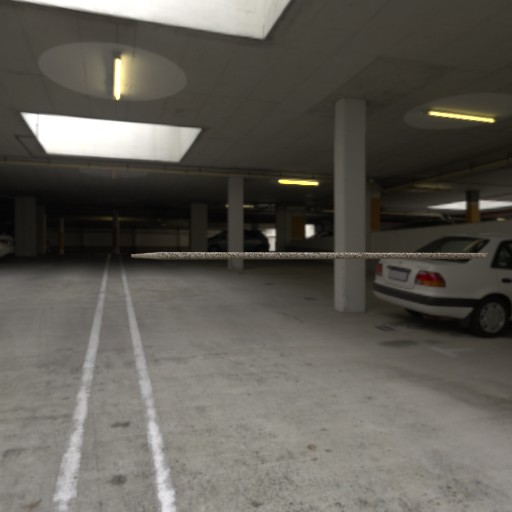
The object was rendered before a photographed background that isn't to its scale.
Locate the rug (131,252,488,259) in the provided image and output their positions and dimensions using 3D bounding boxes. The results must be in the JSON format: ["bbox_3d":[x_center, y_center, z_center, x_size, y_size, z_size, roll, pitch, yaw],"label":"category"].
[{"bbox_3d":[0.000,0.000,2.938,1.500,0.025,2.346,0,0,-18],"label":"rug"}]
